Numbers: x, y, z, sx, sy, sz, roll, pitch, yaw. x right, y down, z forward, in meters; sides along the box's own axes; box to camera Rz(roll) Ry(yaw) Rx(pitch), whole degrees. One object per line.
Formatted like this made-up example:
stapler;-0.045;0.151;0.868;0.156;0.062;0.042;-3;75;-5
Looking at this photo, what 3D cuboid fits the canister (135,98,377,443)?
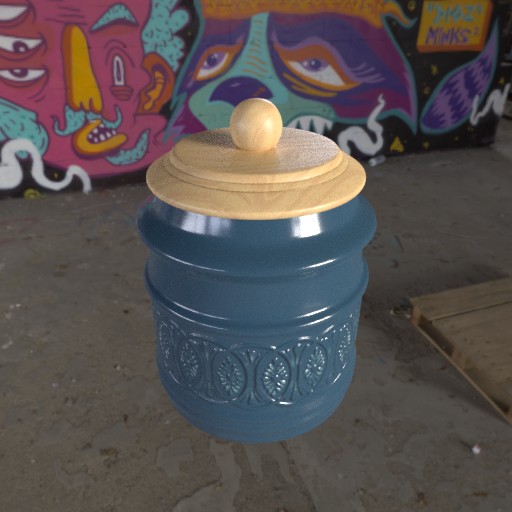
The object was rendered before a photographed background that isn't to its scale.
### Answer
canister;0.000;0.000;0.259;0.130;0.176;0.130;0;30;0
